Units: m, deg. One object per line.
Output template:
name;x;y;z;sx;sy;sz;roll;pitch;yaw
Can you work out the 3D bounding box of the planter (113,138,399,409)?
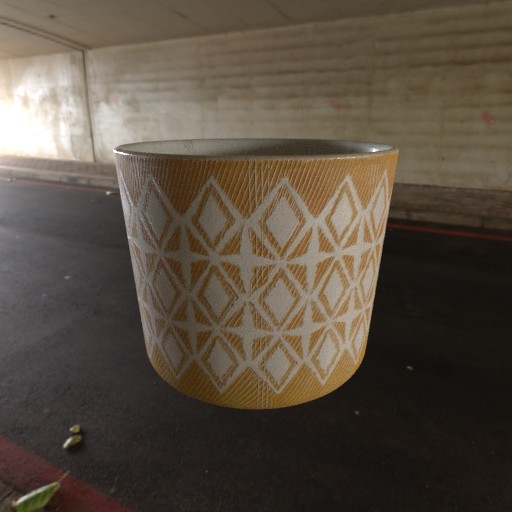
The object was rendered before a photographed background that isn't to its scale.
planter;0.000;0.000;0.338;0.193;0.165;0.193;0;17;0
